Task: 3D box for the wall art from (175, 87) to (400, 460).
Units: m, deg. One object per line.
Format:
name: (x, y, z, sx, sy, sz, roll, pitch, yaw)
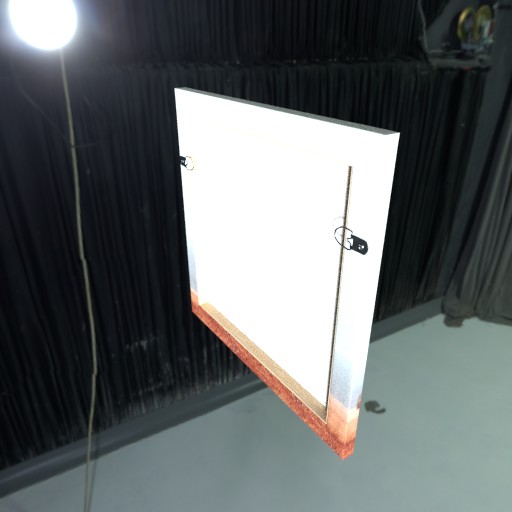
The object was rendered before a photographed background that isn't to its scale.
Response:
wall art: (0.000, 0.000, 1.162, 0.042, 0.760, 0.760, -18, 32, -31)
